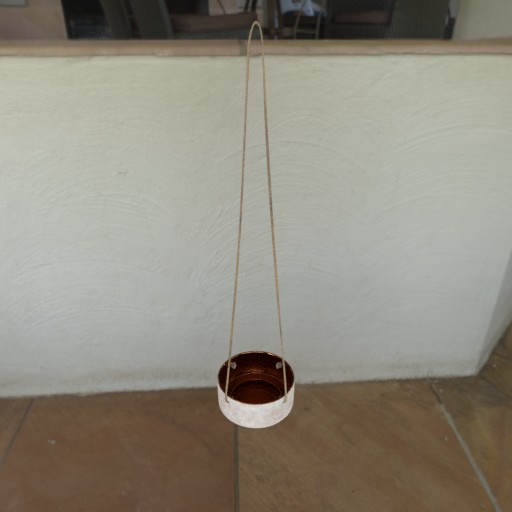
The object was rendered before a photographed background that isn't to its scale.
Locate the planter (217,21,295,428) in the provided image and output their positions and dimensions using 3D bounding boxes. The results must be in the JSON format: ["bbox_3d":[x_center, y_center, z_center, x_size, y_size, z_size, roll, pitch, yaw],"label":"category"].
[{"bbox_3d":[0.000,0.000,1.100,0.223,1.030,0.223,0,28,0],"label":"planter"}]
